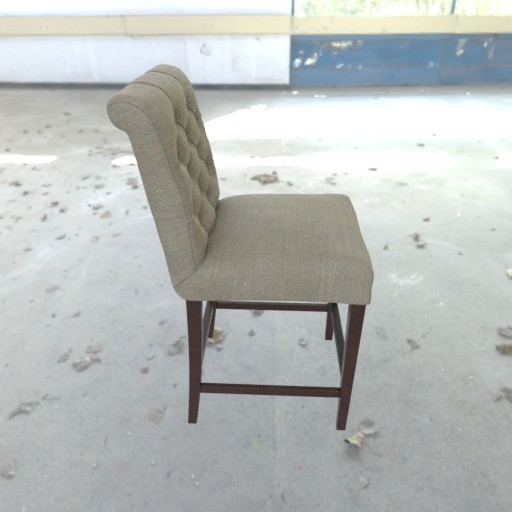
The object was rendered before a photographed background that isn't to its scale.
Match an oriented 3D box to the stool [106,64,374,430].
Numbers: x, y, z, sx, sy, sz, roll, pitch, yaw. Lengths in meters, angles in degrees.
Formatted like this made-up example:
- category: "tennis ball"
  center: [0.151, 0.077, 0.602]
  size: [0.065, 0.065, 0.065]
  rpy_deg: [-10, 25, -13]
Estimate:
- category: "stool"
  center: [0.000, 0.000, 1.420]
  size: [0.660, 1.084, 0.486]
  rpy_deg: [1, 32, 2]
